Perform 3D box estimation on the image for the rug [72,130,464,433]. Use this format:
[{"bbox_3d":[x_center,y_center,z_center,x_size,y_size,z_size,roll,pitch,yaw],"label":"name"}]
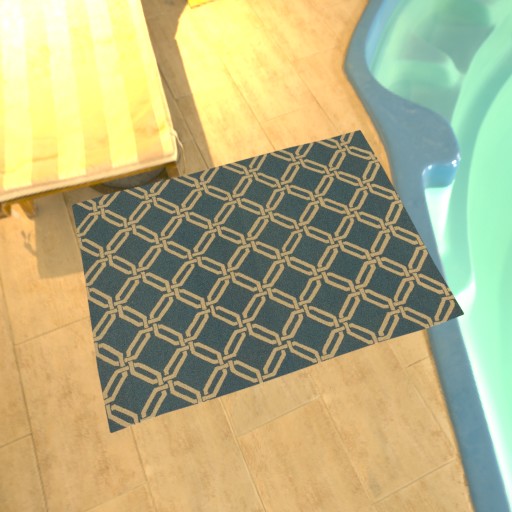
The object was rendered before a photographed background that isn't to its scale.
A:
[{"bbox_3d":[0.000,0.000,2.809,2.135,0.013,1.524,-16,64,-8],"label":"rug"}]
